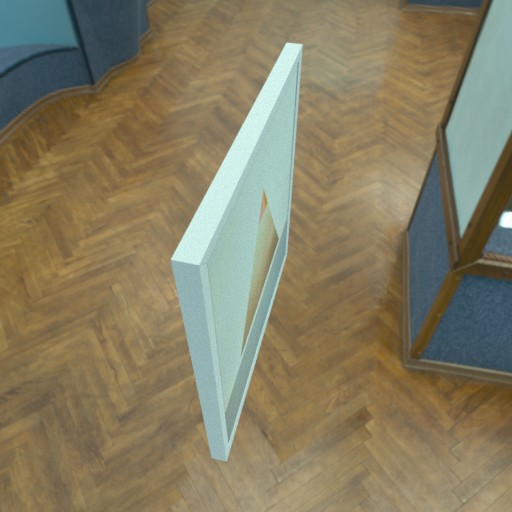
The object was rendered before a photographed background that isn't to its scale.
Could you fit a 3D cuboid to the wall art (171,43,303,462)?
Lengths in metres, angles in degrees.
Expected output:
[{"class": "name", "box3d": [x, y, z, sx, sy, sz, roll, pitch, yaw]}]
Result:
[{"class": "wall art", "box3d": [0.000, 0.000, 1.134, 0.041, 0.765, 0.768, 11, 48, 10]}]
